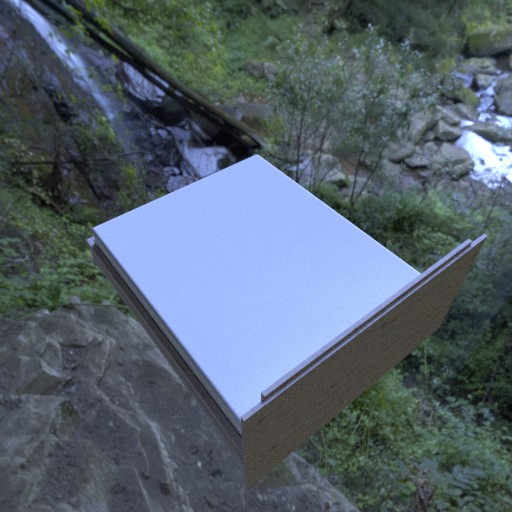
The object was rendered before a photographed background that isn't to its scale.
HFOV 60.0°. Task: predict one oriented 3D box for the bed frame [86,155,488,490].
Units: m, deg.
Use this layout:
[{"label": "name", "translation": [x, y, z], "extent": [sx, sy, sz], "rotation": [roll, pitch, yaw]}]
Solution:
[{"label": "bed frame", "translation": [0.000, 0.000, 3.075], "extent": [1.750, 0.970, 2.080], "rotation": [-30, 54, -25]}]
